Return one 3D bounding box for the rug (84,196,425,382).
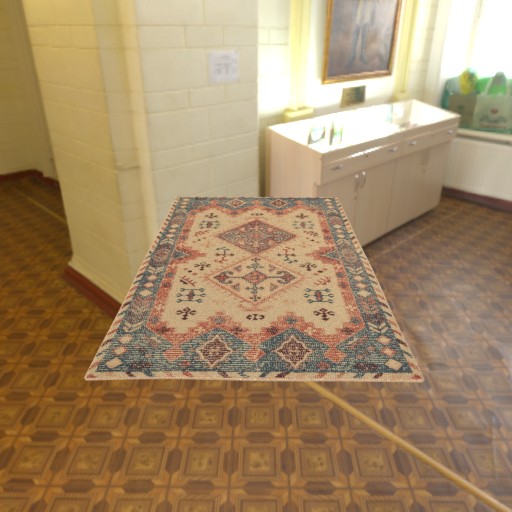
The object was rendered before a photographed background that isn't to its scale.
[{"bbox_3d":[0.000,0.000,3.064,1.521,0.023,2.464,0,27,0],"label":"rug"}]
